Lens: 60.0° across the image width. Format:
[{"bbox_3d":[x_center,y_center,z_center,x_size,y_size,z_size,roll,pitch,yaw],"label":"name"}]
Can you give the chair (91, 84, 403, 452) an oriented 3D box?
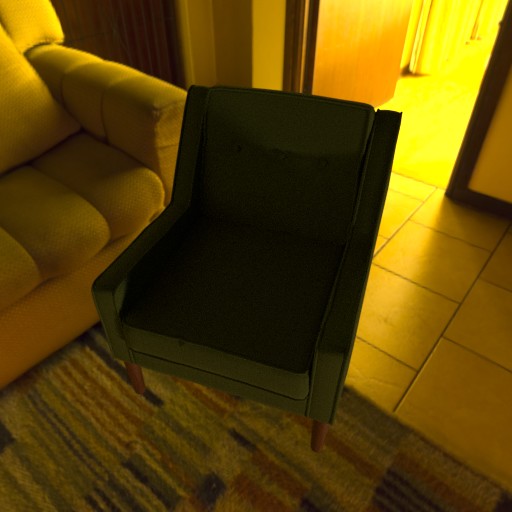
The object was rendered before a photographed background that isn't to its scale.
[{"bbox_3d":[0.000,0.000,1.324,0.663,0.792,0.743,13,42,14],"label":"chair"}]
